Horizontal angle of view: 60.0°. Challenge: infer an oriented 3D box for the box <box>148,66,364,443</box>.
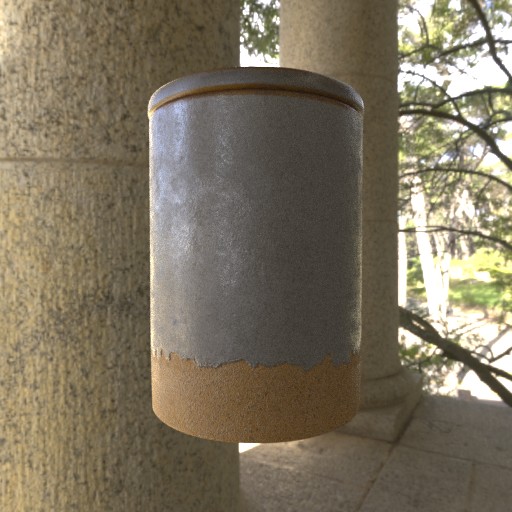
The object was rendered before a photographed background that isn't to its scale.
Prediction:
[{"bbox_3d":[0.000,0.000,0.250,0.118,0.168,0.118,0,1,0],"label":"box"}]
